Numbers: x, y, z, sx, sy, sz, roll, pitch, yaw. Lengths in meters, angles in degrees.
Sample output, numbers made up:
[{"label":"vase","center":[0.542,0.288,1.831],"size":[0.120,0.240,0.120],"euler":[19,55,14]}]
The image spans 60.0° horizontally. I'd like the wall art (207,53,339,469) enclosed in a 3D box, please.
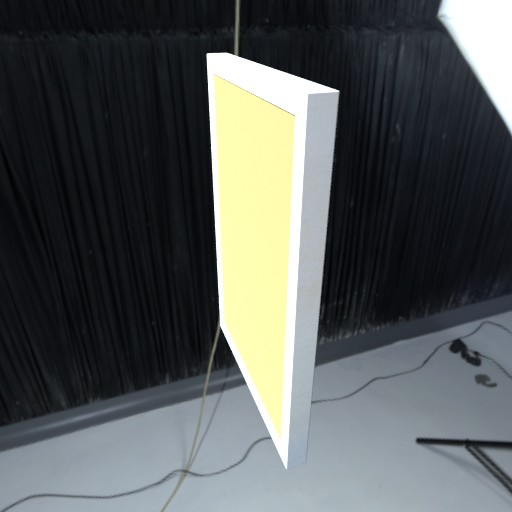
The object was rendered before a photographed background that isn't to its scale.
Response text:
[{"label":"wall art","center":[0.000,0.000,0.775],"size":[0.038,0.611,0.408],"euler":[-10,32,-17]}]
